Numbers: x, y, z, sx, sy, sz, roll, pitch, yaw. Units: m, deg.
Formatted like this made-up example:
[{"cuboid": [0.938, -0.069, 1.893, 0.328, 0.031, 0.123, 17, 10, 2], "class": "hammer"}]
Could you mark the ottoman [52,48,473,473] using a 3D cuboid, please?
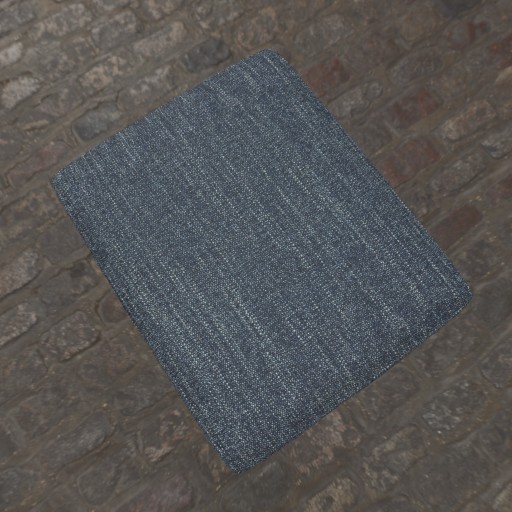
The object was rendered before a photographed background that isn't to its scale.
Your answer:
[{"cuboid": [0.000, 0.000, 1.194, 0.667, 0.491, 0.814, -34, 79, -8], "class": "ottoman"}]
